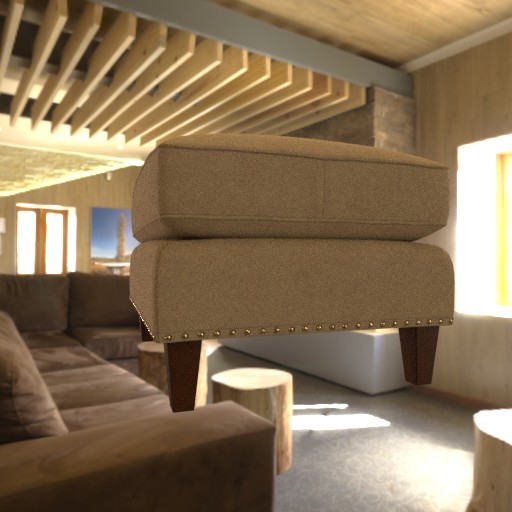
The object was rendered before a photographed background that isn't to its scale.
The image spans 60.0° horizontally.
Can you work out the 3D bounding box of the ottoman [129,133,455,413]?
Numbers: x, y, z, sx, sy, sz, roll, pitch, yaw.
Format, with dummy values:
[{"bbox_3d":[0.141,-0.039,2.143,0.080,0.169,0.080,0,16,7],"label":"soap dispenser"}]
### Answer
[{"bbox_3d":[0.000,0.000,1.121,0.584,0.513,0.741,0,0,-19],"label":"ottoman"}]
